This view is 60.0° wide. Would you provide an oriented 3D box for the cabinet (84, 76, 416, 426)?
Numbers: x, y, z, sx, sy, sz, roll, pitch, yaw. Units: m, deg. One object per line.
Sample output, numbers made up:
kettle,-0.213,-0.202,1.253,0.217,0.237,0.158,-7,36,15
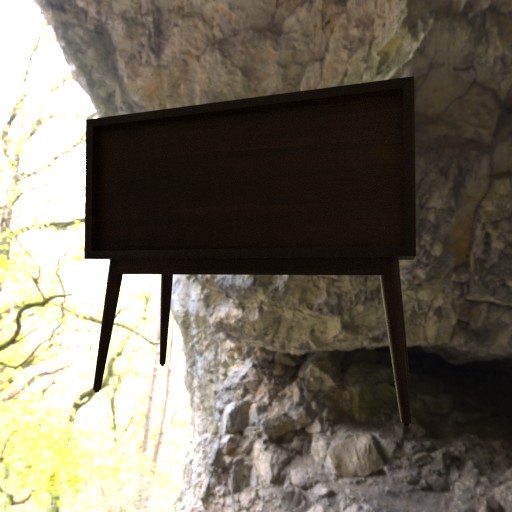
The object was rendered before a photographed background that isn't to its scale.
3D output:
cabinet,0.000,0.000,1.104,0.743,0.654,0.354,-1,-2,19
